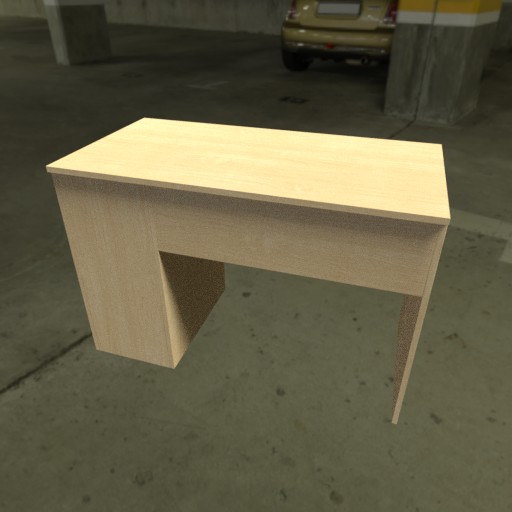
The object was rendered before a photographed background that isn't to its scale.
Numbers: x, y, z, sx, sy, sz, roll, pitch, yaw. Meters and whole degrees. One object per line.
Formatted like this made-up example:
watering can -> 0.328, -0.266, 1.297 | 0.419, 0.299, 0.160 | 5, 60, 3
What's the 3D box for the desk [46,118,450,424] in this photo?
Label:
desk -> 0.000, 0.000, 1.559 | 1.097, 0.735, 0.560 | 10, 33, 15
